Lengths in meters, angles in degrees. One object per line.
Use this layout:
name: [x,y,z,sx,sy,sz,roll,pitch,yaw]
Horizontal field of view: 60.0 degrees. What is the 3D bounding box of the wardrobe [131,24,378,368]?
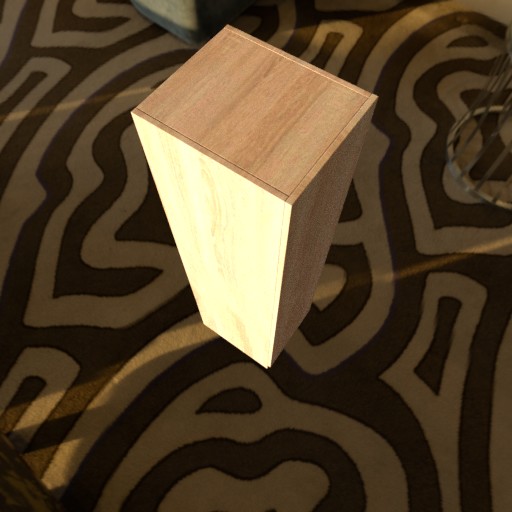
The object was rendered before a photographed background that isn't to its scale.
wardrobe: [0.000,0.000,2.317,0.588,2.117,0.496,32,68,15]
